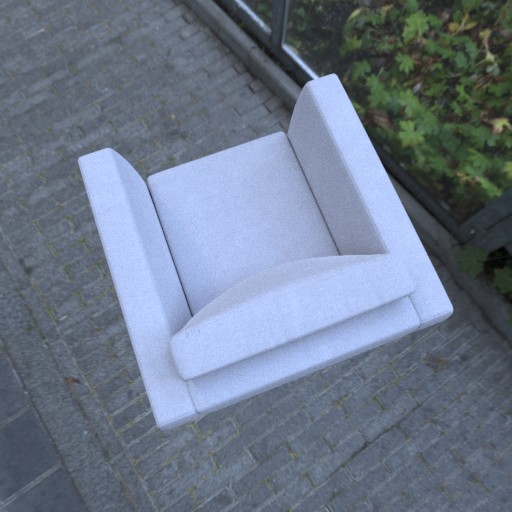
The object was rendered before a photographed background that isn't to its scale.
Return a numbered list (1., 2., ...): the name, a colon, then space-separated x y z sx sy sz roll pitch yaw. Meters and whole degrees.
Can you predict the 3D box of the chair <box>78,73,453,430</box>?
1. chair: 0.000 0.000 1.685 1.000 0.860 0.930 -20 75 -5
